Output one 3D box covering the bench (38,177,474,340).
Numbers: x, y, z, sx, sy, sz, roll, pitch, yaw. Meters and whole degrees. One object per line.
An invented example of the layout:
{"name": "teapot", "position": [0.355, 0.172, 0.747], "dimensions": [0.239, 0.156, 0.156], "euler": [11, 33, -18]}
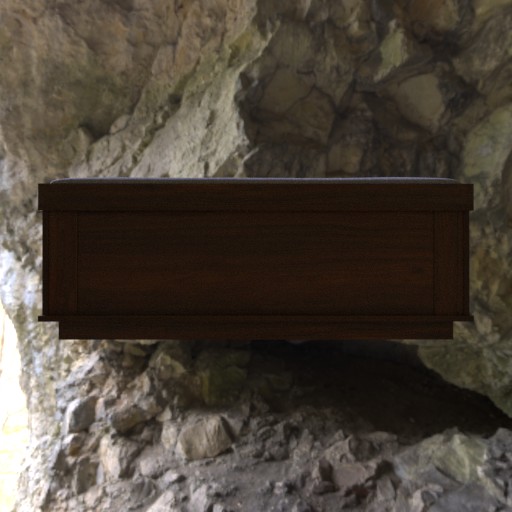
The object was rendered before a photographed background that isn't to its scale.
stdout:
{"name": "bench", "position": [0.000, 0.000, 1.400], "dimensions": [1.196, 0.468, 0.367], "euler": [0, 0, 0]}
